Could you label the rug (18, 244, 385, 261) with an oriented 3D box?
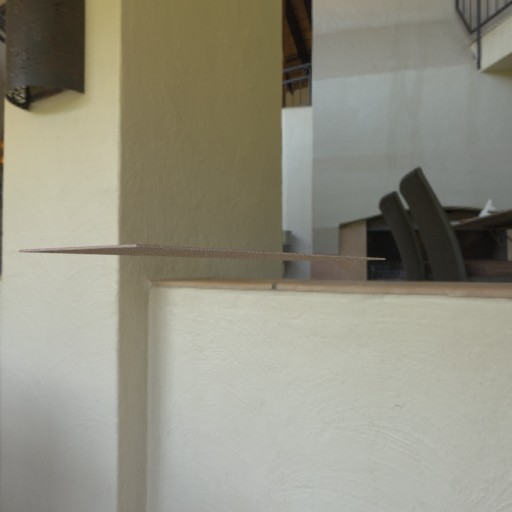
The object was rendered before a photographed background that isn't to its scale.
[{"bbox_3d":[0.000,0.000,2.650,0.767,0.012,2.430,-1,-2,35],"label":"rug"}]
